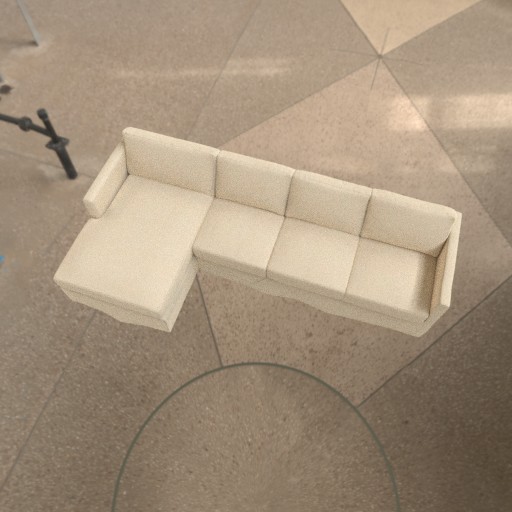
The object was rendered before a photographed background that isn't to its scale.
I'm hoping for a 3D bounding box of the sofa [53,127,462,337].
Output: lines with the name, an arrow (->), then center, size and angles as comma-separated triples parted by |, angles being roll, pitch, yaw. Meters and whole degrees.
sofa -> 0.000, 0.000, 3.908 | 3.205, 0.922, 1.650 | 16, 62, 9
